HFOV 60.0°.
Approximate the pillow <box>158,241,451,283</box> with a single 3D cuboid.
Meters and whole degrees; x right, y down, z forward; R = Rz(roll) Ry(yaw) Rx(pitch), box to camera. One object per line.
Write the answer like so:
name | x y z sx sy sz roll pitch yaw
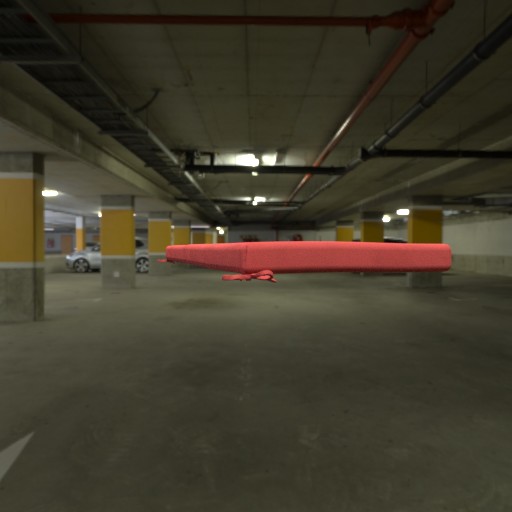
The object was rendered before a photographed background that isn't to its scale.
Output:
pillow | 0.000 0.000 1.385 0.492 0.081 1.187 0 1 -18
